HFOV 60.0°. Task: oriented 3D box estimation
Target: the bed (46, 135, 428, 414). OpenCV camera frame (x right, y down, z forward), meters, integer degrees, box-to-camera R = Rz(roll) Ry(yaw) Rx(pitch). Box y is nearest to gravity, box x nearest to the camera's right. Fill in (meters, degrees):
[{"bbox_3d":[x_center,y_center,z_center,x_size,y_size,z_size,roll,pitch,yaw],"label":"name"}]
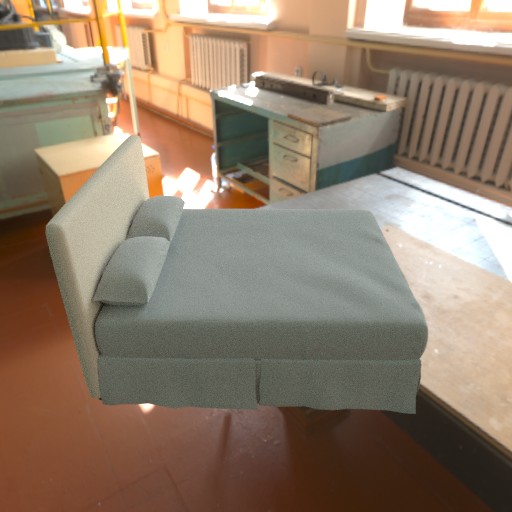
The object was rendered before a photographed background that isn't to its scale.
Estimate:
[{"bbox_3d":[0.000,0.000,3.244,2.142,1.330,1.748,0,31,1],"label":"bed"}]
